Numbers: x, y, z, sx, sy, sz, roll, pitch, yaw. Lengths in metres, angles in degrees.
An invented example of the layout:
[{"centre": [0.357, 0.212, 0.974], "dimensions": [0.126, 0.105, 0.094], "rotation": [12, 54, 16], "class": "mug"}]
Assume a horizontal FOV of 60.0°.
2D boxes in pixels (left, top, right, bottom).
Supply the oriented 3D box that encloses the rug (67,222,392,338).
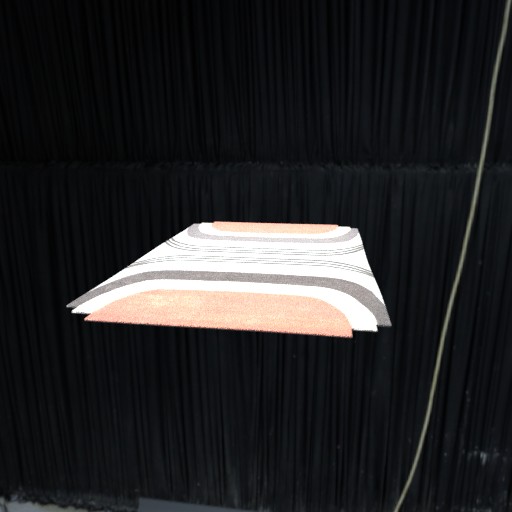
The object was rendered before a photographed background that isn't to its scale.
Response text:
[{"centre": [0.000, 0.000, 3.070], "dimensions": [1.530, 0.017, 2.446], "rotation": [2, 15, 8], "class": "rug"}]
